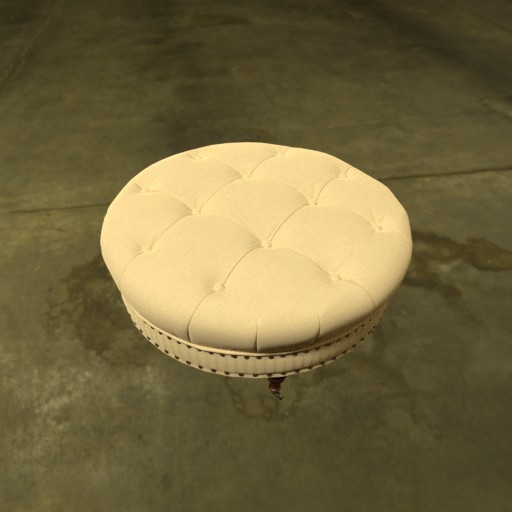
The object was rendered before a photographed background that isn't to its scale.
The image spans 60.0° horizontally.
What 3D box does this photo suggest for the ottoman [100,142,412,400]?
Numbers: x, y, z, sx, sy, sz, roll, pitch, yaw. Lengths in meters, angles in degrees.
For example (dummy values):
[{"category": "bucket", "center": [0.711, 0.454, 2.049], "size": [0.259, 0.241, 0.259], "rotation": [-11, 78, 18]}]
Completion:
[{"category": "ottoman", "center": [0.000, 0.000, 1.412], "size": [0.901, 0.439, 0.901], "rotation": [0, 41, 0]}]
